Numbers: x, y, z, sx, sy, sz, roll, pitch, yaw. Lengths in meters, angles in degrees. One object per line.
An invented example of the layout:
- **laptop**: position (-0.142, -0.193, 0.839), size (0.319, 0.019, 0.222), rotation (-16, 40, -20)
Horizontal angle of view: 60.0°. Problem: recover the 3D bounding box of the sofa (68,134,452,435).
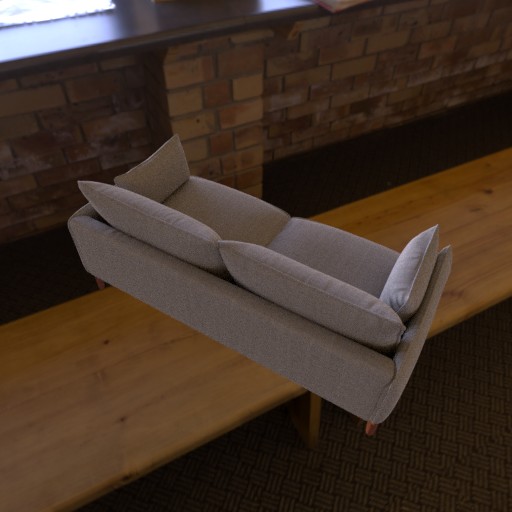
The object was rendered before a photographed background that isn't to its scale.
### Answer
- **sofa**: position (0.000, 0.000, 2.546), size (1.989, 0.851, 0.972), rotation (23, 51, 21)
